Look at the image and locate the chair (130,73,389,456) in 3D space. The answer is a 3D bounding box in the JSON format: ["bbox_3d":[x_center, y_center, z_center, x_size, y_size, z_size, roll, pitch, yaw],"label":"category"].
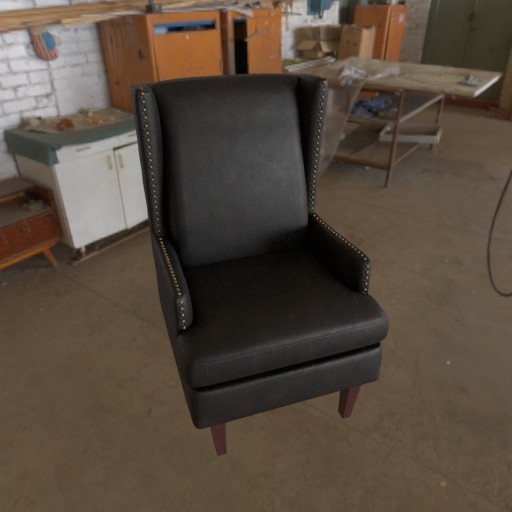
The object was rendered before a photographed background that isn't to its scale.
[{"bbox_3d":[0.000,0.000,1.621,0.703,1.142,0.799,-10,32,-16],"label":"chair"}]
